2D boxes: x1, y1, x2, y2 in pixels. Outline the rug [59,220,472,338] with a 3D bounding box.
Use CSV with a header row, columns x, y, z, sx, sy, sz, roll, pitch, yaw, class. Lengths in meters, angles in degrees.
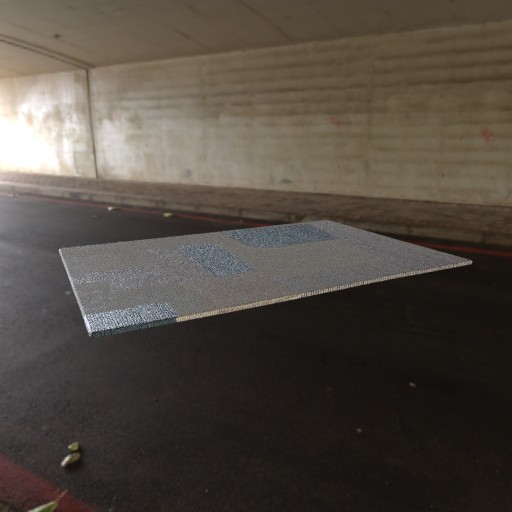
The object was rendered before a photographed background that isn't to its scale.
x,y,z,sx,sy,sz,roll,pitch,yaw,class
0.000,0.000,2.365,1.847,0.020,1.238,-8,17,-26,rug
